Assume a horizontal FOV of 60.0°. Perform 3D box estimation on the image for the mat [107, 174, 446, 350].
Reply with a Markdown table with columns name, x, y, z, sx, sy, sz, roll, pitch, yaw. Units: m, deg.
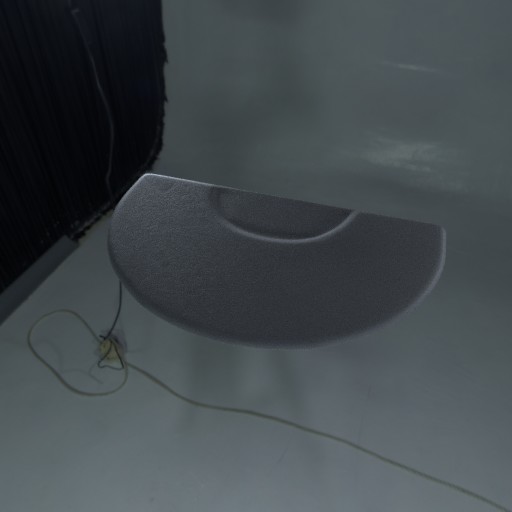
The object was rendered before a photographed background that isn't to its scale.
| name | x | y | z | sx | sy | sz | roll | pitch | yaw |
| --- | --- | --- | --- | --- | --- | --- | --- | --- | --- |
| mat | 0.000 | 0.000 | 1.859 | 1.525 | 0.016 | 0.917 | 12 | 43 | 13 |
